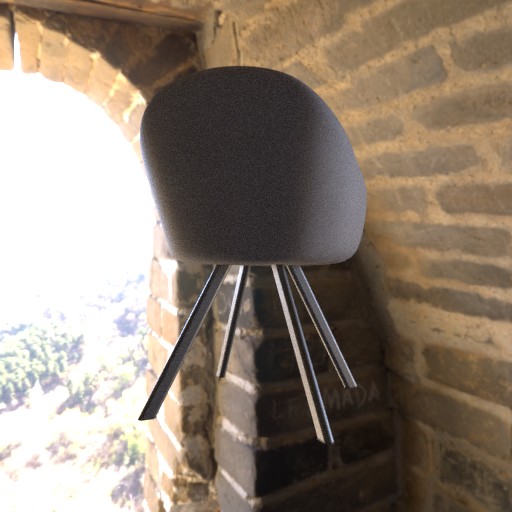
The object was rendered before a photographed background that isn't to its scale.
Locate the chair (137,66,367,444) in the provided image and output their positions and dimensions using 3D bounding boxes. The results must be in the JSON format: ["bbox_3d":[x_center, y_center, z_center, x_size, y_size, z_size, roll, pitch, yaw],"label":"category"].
[{"bbox_3d":[0.000,0.000,1.169,0.540,0.780,0.570,-1,-2,19],"label":"chair"}]
